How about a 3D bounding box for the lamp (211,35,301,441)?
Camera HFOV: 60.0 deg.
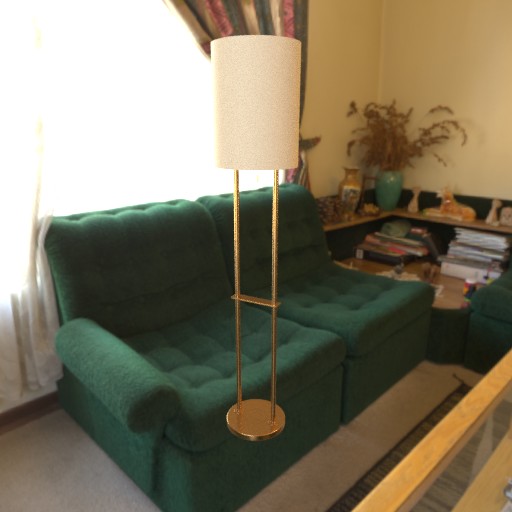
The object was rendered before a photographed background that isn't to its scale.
[{"bbox_3d":[0.000,0.000,1.714,0.306,1.500,0.305,9,19,27],"label":"lamp"}]
